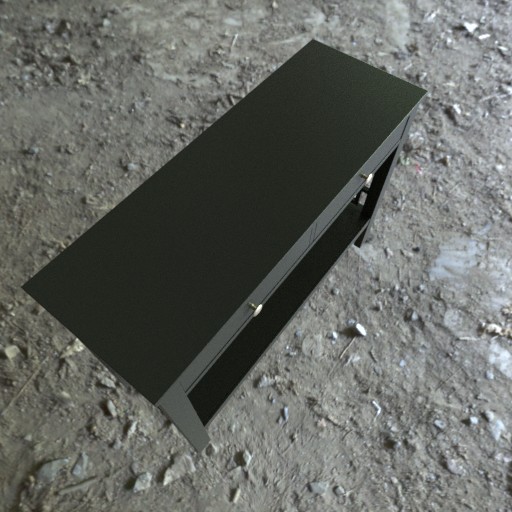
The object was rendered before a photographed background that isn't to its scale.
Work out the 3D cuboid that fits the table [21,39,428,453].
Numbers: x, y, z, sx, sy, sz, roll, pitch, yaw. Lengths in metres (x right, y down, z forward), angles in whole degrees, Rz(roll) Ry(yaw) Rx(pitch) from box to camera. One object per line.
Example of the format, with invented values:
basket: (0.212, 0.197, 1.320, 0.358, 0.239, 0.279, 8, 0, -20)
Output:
table: (0.000, 0.000, 1.388, 0.397, 0.753, 1.068, 34, 65, 18)
